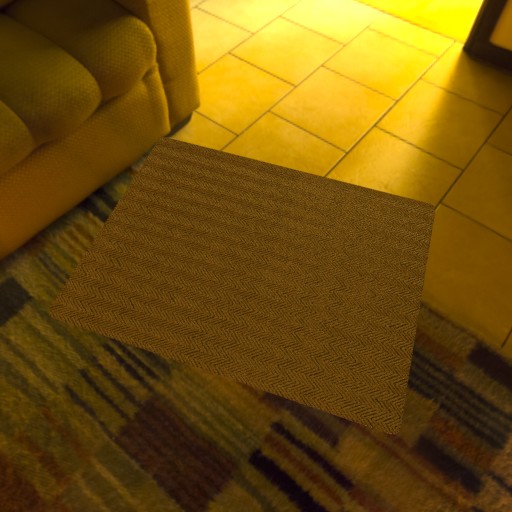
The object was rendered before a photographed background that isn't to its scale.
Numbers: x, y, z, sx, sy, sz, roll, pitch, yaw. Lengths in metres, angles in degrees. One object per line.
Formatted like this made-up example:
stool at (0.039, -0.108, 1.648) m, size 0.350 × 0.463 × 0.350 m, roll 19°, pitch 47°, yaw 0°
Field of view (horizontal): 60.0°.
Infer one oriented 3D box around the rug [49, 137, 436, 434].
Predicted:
rug at (0.000, 0.000, 4.367) m, size 3.207 × 0.014 × 2.439 m, roll 16°, pitch 59°, yaw 10°
